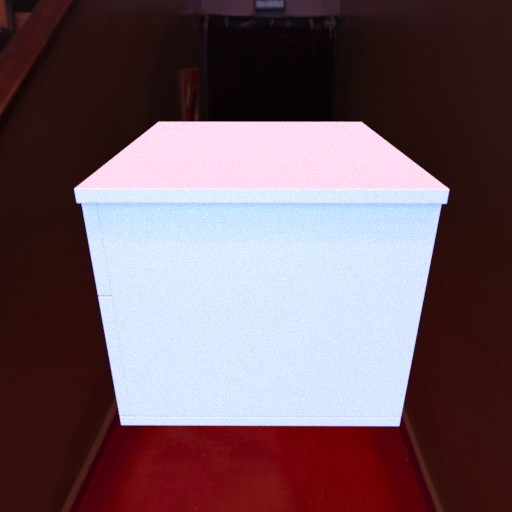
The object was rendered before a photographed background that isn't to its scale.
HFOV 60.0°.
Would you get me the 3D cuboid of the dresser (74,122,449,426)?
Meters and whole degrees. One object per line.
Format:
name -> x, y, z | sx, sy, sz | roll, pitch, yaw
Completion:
dresser -> 0.000, 0.000, 0.727 | 0.400, 0.360, 0.430 | 0, 26, 0
